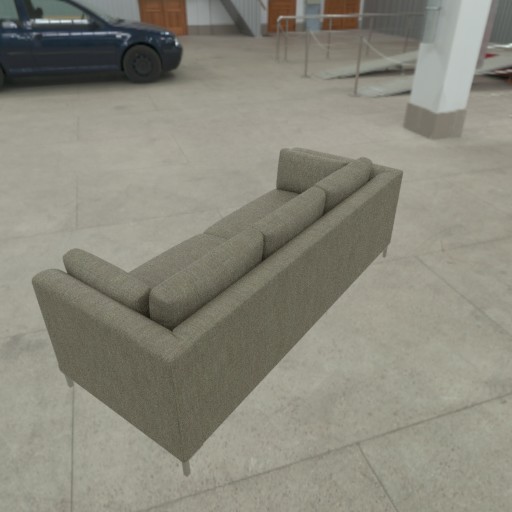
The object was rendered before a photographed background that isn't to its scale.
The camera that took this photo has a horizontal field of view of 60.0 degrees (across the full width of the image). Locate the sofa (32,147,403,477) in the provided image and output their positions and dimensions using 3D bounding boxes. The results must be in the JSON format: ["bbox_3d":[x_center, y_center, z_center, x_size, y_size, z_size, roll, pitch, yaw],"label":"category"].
[{"bbox_3d":[0.000,0.000,2.877,0.969,0.867,2.415,21,38,30],"label":"sofa"}]
